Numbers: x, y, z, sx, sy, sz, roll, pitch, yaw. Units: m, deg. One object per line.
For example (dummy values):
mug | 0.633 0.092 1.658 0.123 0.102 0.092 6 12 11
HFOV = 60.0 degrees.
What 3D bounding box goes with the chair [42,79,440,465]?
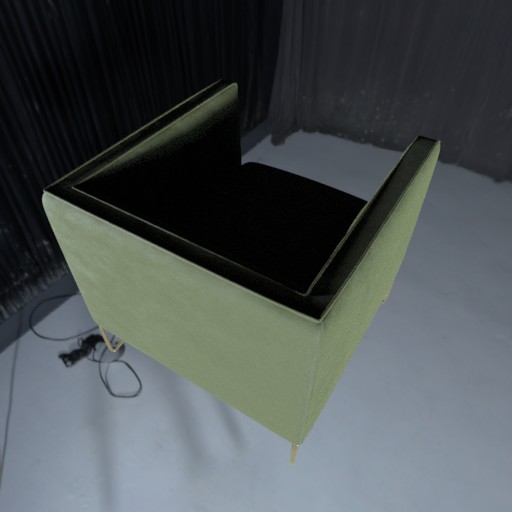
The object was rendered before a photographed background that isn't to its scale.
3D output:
chair | 0.000 0.000 1.573 0.880 0.790 0.894 24 50 22
